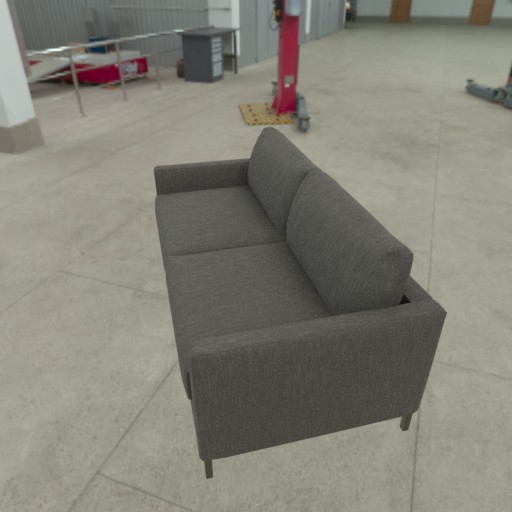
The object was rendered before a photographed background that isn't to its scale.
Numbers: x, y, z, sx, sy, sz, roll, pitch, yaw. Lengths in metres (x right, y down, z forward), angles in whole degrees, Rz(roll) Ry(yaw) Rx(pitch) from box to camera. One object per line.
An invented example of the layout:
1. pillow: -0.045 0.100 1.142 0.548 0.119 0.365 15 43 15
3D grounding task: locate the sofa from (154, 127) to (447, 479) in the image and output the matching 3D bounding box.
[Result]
1. sofa: 0.000 0.000 2.137 0.875 0.840 1.682 -8 32 -13
